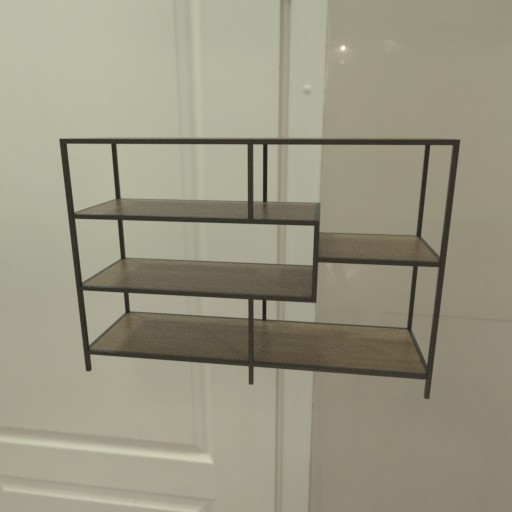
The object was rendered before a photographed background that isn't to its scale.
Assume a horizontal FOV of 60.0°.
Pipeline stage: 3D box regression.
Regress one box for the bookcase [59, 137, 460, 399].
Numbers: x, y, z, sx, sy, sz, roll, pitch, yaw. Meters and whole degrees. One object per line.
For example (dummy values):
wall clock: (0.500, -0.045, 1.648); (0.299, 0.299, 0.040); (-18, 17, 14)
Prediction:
bookcase: (0.000, 0.000, 1.517); (1.140, 0.780, 0.350); (2, 16, 8)
